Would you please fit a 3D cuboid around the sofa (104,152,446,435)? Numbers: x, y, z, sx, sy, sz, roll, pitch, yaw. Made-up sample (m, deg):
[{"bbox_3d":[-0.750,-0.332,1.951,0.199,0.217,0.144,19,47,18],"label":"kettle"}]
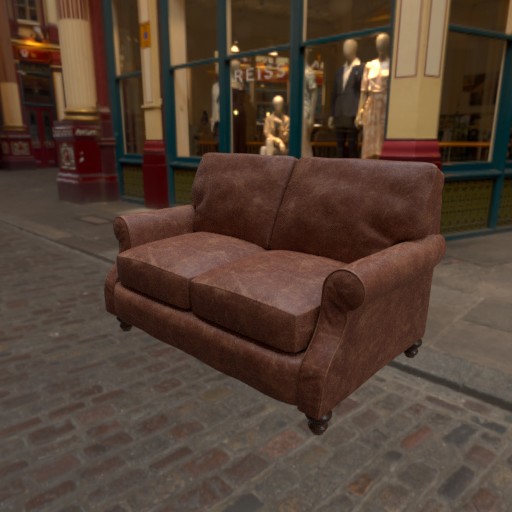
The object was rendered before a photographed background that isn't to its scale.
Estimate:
[{"bbox_3d":[0.000,0.000,2.248,1.616,0.967,0.990,14,21,41],"label":"sofa"}]
